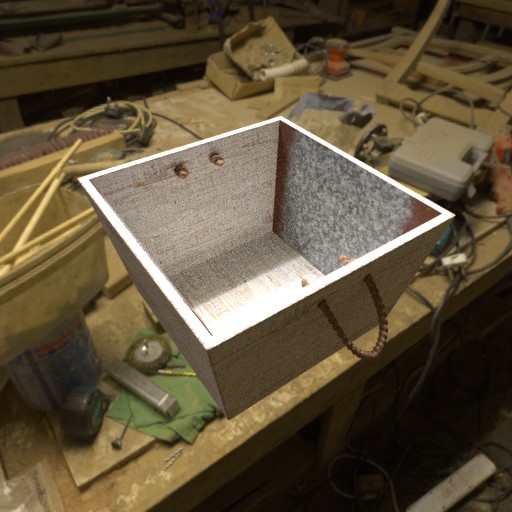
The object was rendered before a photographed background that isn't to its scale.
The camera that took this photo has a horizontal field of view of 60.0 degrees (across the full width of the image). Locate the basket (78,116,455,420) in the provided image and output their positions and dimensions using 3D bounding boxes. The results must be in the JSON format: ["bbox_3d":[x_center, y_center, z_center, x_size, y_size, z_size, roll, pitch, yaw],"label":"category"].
[{"bbox_3d":[0.000,0.000,0.756,0.413,0.247,0.545,-25,47,-26],"label":"basket"}]
